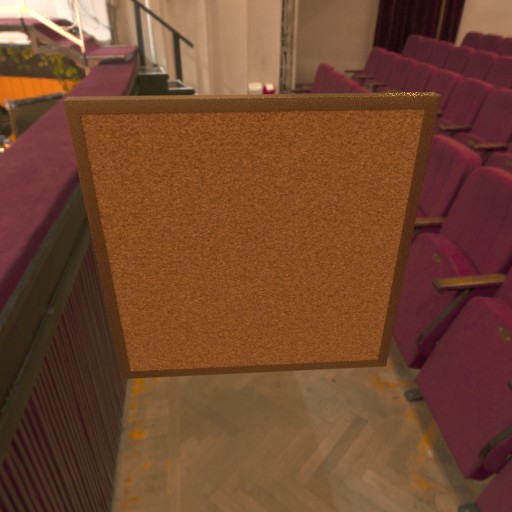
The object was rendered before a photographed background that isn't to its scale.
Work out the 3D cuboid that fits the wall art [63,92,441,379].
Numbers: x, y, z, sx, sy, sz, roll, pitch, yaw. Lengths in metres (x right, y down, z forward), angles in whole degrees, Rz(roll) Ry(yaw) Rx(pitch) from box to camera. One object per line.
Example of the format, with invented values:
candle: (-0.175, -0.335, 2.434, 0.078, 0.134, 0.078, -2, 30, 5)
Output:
wall art: (0.000, 0.000, 1.107, 0.767, 0.765, 0.036, -2, 31, -3)
